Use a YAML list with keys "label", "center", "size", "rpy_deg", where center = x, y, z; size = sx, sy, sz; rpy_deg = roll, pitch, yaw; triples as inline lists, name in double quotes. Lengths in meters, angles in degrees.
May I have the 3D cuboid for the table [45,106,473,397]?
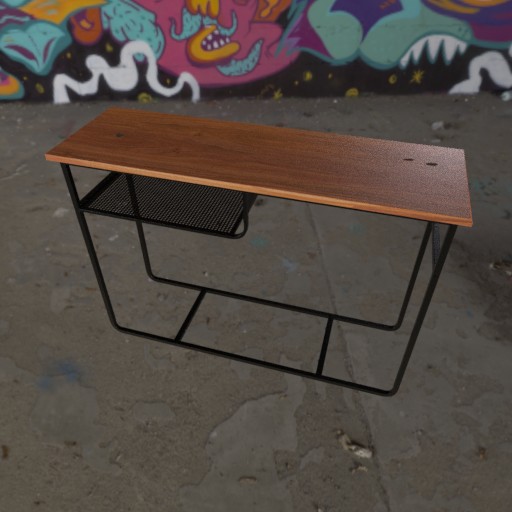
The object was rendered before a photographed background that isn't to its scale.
- label: "table"
  center: [0.000, 0.000, 1.462]
  size: [1.100, 0.750, 0.350]
  rpy_deg: [11, 41, 12]
